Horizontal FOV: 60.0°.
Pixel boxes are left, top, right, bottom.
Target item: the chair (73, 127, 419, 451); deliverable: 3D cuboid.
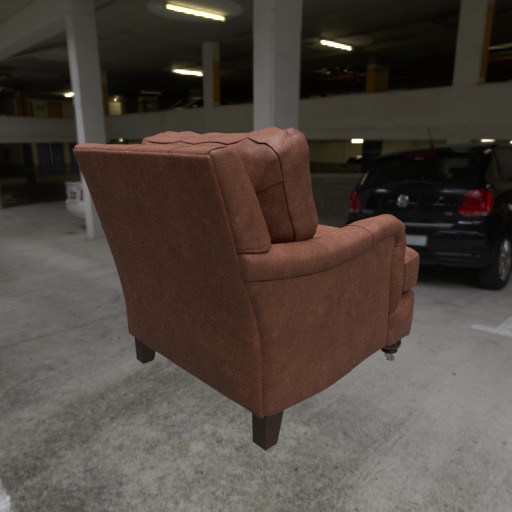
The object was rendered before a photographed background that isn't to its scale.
[{"bbox_3d":[0.000,0.000,1.908,1.158,1.055,0.986,-14,20,-41],"label":"chair"}]
